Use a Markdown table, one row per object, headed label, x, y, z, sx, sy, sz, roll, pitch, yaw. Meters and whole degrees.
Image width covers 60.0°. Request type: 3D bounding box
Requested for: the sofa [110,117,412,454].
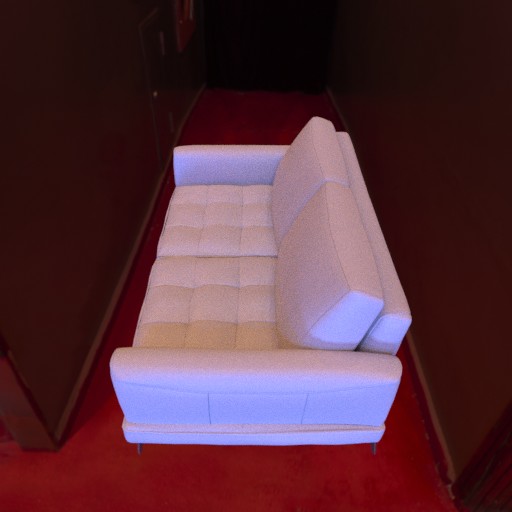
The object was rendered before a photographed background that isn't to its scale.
| label | x | y | z | sx | sy | sz | roll | pitch | yaw |
| --- | --- | --- | --- | --- | --- | --- | --- | --- | --- |
| sofa | 0.000 | 0.000 | 2.335 | 1.121 | 0.930 | 1.819 | 0 | 41 | 0 |
